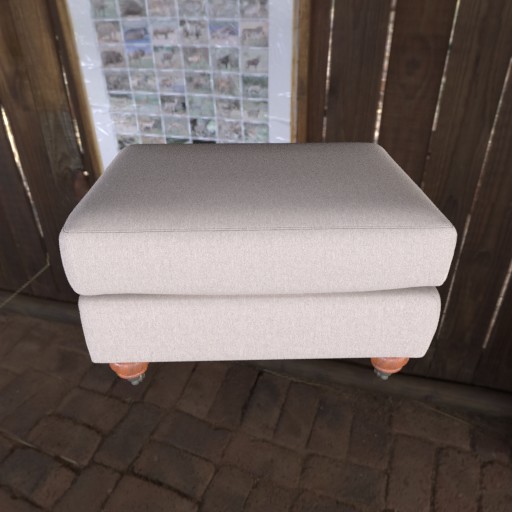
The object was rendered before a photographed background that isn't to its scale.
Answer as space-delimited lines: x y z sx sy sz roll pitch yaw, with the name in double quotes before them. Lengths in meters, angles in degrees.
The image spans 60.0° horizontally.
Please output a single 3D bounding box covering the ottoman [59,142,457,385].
"ottoman" 0.000 0.000 1.148 0.773 0.497 0.574 -1 30 -1
